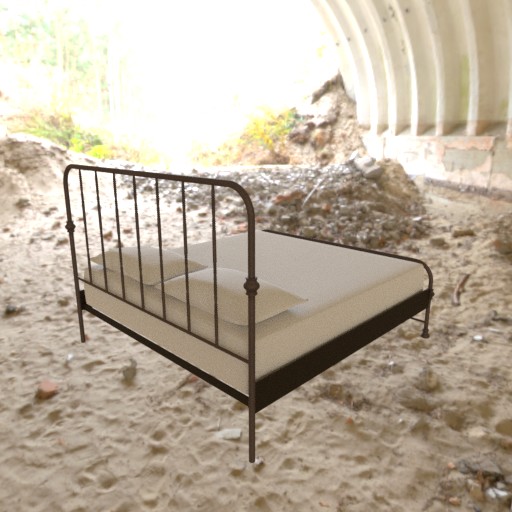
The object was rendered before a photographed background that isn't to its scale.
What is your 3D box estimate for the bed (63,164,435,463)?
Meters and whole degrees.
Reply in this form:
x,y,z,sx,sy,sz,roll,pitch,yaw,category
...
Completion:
x,y,z,sx,sy,sz,roll,pitch,yaw,category
0.000,0.000,3.503,2.044,1.446,2.134,15,21,43,bed
